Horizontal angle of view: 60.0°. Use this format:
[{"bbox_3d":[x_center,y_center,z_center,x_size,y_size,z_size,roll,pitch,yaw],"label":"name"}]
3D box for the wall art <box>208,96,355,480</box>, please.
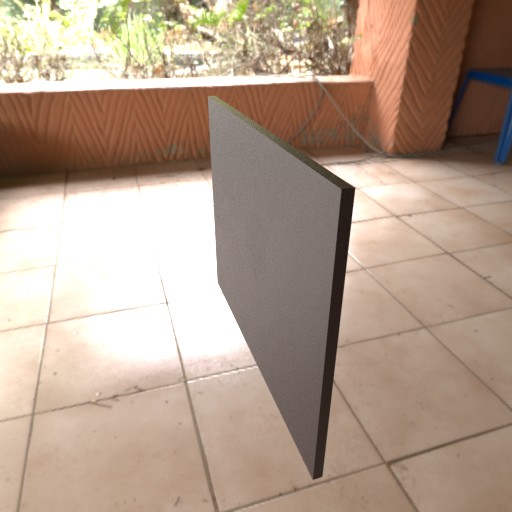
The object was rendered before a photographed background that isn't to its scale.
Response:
[{"bbox_3d":[0.000,0.000,1.651,0.034,0.952,1.207,-9,30,-16],"label":"wall art"}]
